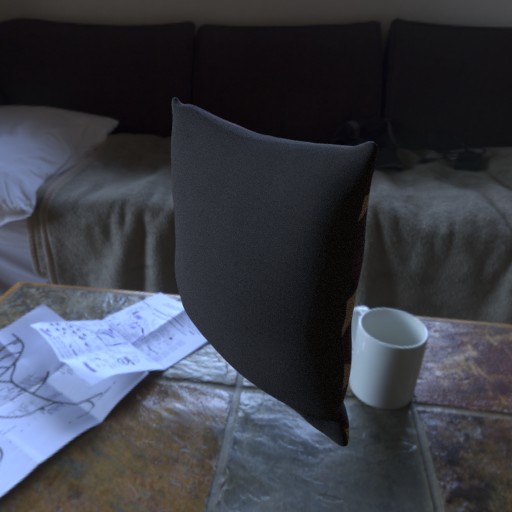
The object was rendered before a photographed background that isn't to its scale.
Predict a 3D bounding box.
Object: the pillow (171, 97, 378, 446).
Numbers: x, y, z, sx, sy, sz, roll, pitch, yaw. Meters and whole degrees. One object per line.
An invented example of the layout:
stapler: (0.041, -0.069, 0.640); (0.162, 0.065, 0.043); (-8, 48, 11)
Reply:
pillow: (0.000, 0.000, 0.787); (0.208, 0.496, 0.503); (-20, 34, -32)
